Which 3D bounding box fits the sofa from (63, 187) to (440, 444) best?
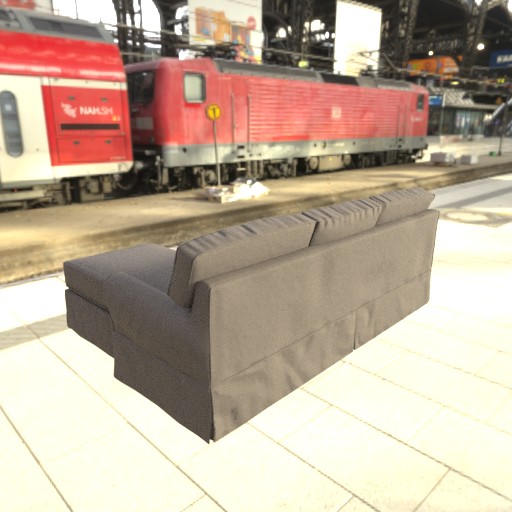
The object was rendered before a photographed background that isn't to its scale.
[{"bbox_3d":[0.000,0.000,3.312,1.733,0.978,2.475,15,23,42],"label":"sofa"}]
